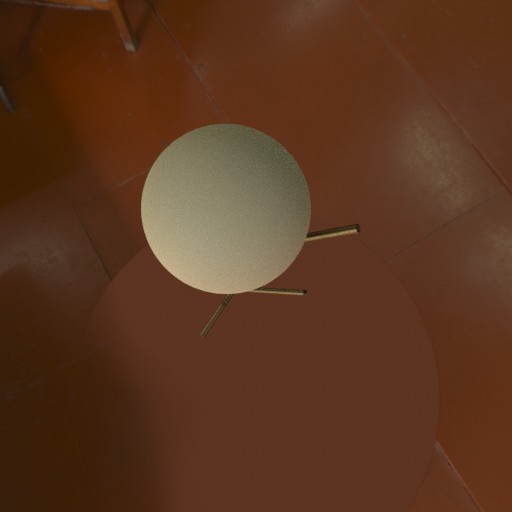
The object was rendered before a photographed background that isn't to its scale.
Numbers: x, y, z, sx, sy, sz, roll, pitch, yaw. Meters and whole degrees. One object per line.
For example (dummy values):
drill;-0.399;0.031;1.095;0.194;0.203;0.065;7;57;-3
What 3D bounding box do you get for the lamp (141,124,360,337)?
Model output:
lamp;0.000;0.000;0.671;0.251;0.552;0.210;3;75;1
